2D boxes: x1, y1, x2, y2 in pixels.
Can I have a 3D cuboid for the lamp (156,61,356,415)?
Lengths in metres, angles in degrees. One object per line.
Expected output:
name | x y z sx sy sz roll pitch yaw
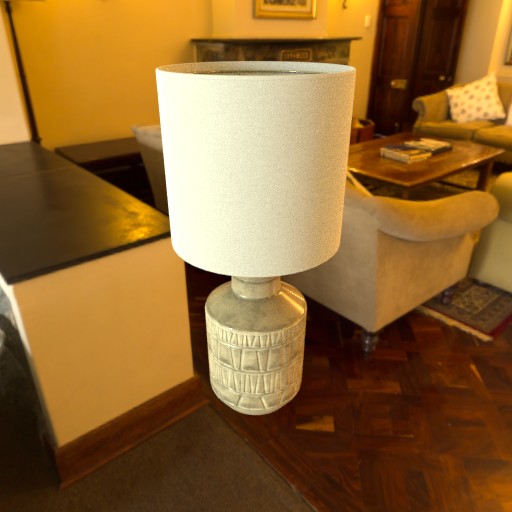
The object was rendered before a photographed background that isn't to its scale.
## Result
lamp | 0.000 0.000 0.579 0.211 0.455 0.211 0 27 1
